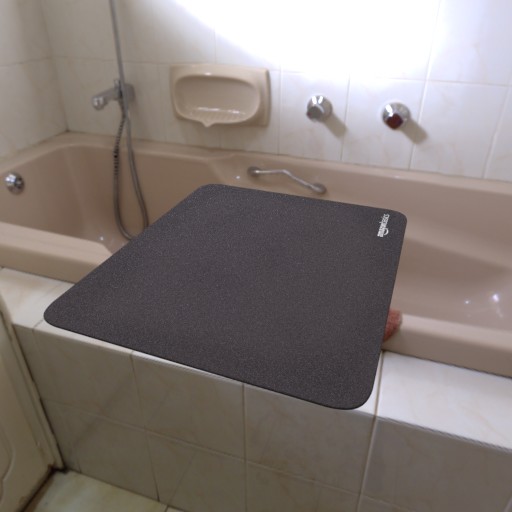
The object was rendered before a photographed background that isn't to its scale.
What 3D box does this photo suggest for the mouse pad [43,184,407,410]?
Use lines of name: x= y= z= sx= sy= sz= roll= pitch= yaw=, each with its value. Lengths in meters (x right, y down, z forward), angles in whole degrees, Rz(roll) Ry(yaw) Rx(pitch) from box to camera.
mouse pad: x=0.000 y=0.000 z=0.442 sx=0.269 sy=0.002 sz=0.315 roll=11 pitch=33 yaw=18
